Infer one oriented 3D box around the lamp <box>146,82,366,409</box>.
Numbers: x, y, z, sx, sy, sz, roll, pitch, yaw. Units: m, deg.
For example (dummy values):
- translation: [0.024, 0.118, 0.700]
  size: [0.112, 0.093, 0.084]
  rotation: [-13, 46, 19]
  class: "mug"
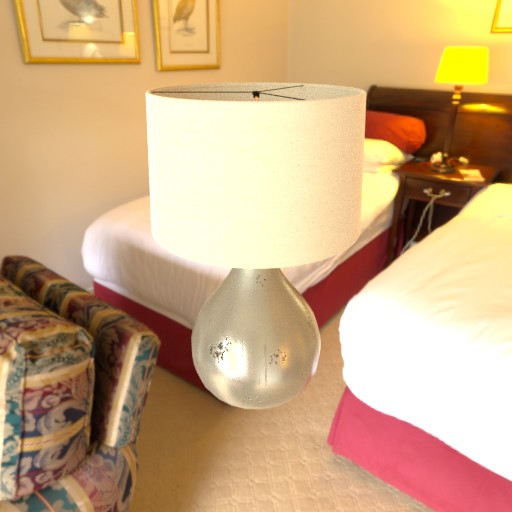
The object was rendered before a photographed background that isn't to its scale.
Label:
- translation: [0.000, 0.000, 0.741]
  size: [0.330, 0.521, 0.330]
  rotation: [0, 25, 0]
  class: "lamp"
